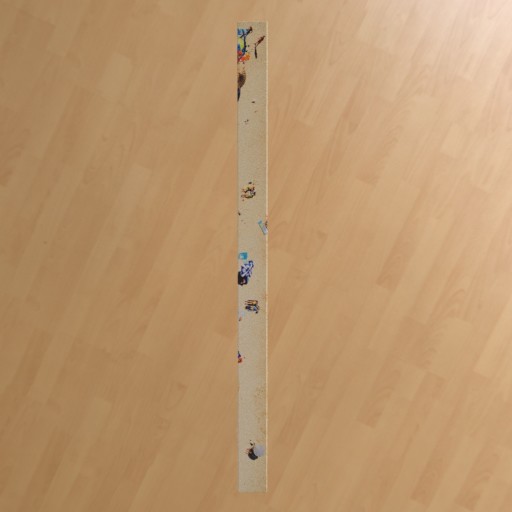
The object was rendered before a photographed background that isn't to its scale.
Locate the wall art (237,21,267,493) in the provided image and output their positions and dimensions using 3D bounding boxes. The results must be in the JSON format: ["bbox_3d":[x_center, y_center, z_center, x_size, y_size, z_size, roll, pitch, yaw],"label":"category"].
[{"bbox_3d":[0.000,0.000,1.136,0.057,0.595,0.894,0,92,1],"label":"wall art"}]
